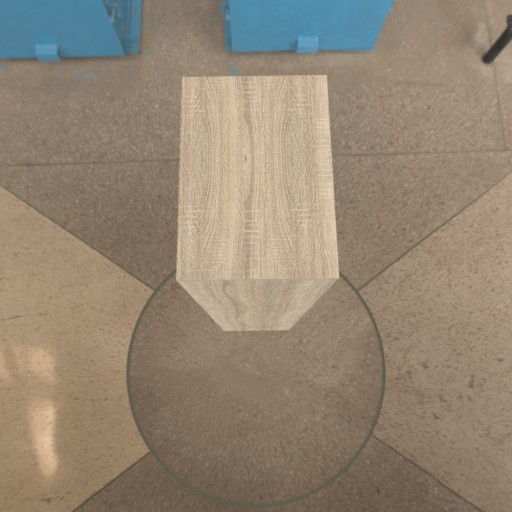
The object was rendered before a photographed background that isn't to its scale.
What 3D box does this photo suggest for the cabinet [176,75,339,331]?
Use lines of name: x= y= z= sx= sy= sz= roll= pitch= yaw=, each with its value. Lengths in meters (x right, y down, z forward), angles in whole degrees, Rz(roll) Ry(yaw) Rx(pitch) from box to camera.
cabinet: x=0.000 y=0.000 z=2.054 sx=0.400 sy=1.850 sz=0.570 roll=-1 pitch=76 yaw=0
